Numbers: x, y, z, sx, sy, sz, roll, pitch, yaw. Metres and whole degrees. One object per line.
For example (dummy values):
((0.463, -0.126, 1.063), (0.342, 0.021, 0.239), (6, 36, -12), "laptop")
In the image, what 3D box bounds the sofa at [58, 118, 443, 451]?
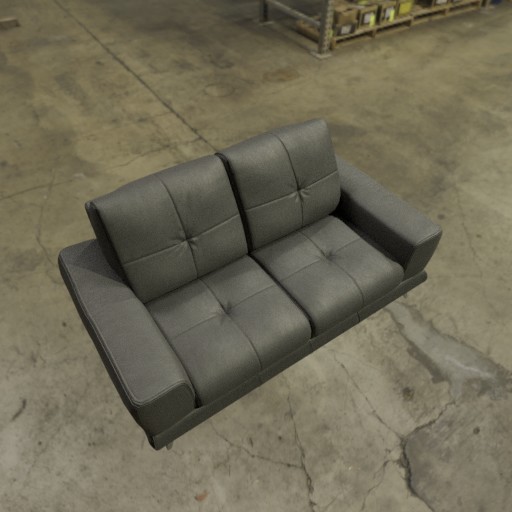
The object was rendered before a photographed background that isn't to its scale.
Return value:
((0.000, 0.000, 2.345), (1.806, 0.907, 1.018), (-26, 52, -23), "sofa")
